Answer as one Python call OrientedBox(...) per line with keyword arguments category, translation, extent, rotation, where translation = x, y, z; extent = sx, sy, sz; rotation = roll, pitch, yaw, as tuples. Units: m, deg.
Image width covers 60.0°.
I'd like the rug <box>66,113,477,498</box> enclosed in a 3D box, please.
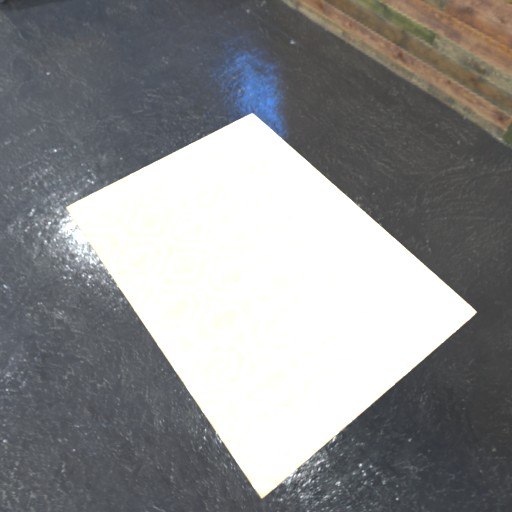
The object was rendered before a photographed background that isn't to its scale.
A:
OrientedBox(category="rug", translation=(0.000, 0.000, 4.290), extent=(2.438, 0.010, 3.353), rotation=(-33, 63, -19))
